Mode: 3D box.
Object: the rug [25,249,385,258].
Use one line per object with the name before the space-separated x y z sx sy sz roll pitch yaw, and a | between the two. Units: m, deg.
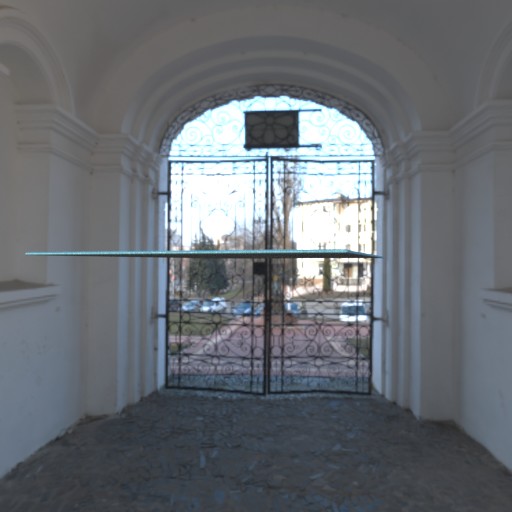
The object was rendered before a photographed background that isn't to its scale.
rug | 0.000 0.000 3.537 1.830 0.018 2.769 0 -1 19
